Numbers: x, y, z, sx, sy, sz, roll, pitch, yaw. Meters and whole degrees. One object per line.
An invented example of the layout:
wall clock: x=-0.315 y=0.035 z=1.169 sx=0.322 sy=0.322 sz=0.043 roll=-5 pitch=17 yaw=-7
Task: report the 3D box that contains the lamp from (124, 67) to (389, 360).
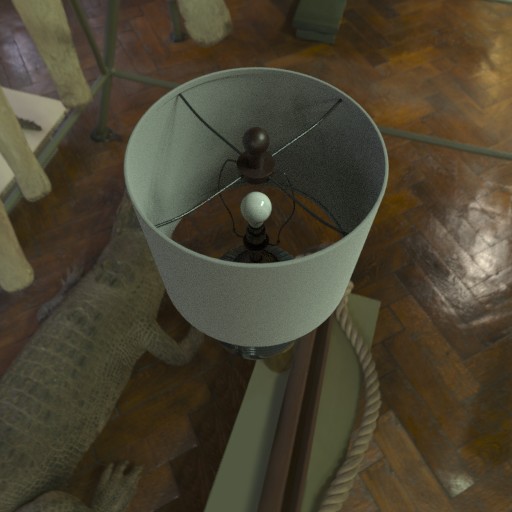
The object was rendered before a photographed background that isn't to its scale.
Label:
lamp: x=0.000 y=0.000 z=0.751 sx=0.318 sy=0.567 sz=0.318 roll=0 pitch=60 yaw=0
